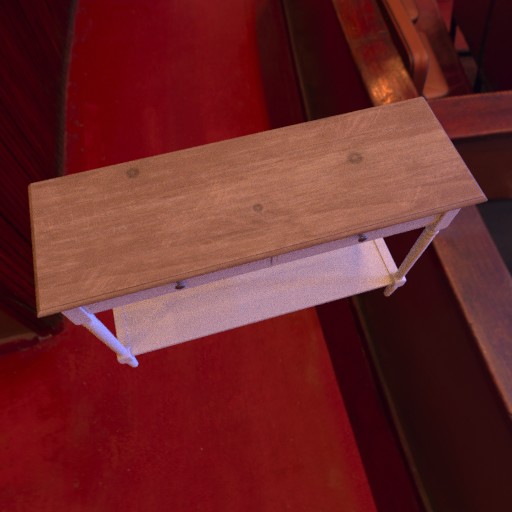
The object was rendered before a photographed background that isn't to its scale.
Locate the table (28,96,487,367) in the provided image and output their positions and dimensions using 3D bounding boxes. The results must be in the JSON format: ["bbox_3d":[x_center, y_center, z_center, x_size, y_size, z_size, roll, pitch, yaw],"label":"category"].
[{"bbox_3d":[0.000,0.000,1.583,1.219,0.800,0.399,-14,64,-7],"label":"table"}]
